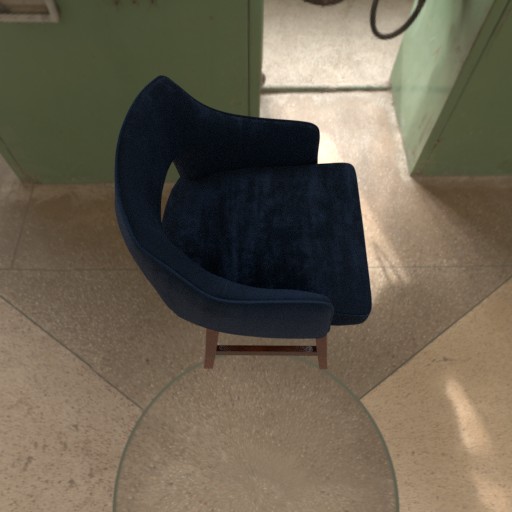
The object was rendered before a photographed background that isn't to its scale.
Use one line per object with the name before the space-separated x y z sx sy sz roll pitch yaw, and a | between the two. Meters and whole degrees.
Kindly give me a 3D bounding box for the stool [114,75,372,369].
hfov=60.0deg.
stool | 0.000 0.000 1.270 0.560 0.940 0.550 0 62 0
